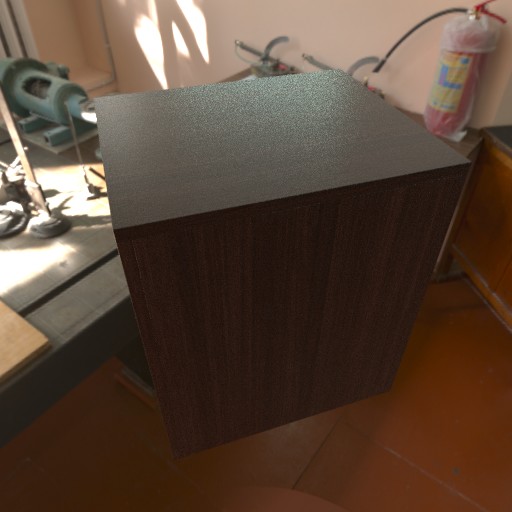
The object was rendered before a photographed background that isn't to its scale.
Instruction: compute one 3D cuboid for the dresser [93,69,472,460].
[{"bbox_3d":[0.000,0.000,0.740,0.400,0.470,0.360,-12,42,-14],"label":"dresser"}]
